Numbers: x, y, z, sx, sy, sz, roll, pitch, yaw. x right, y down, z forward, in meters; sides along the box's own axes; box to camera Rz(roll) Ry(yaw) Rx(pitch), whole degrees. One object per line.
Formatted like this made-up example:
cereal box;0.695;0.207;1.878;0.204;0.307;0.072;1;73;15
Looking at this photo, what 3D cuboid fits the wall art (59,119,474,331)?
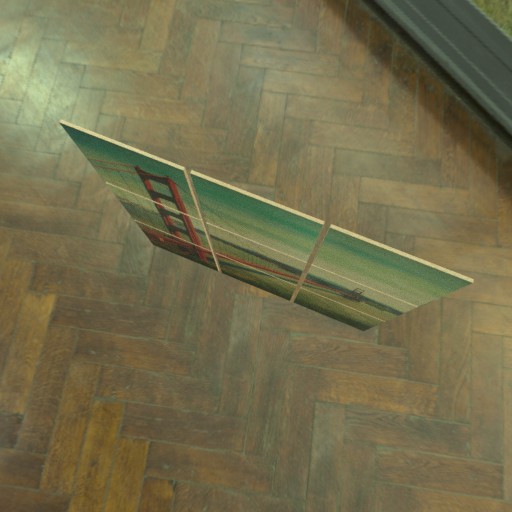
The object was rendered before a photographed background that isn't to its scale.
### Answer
wall art;0.000;0.000;2.230;1.519;1.507;0.014;22;76;6
